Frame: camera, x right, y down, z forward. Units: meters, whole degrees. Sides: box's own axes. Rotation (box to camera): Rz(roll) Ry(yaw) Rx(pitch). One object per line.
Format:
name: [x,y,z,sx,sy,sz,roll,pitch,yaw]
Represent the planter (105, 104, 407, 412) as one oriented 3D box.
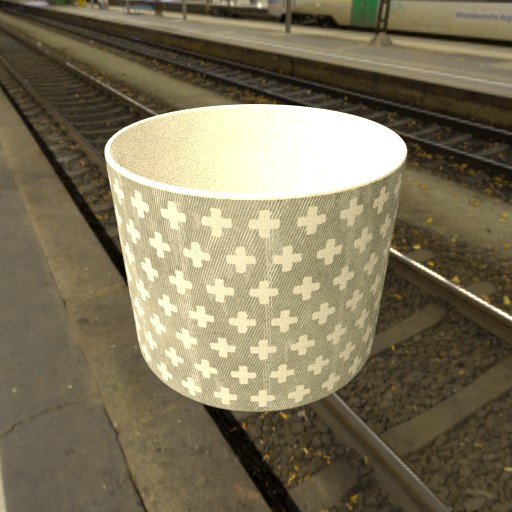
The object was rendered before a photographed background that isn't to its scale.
planter: [0.000,0.000,0.442,0.250,0.239,0.250,0,31,0]
